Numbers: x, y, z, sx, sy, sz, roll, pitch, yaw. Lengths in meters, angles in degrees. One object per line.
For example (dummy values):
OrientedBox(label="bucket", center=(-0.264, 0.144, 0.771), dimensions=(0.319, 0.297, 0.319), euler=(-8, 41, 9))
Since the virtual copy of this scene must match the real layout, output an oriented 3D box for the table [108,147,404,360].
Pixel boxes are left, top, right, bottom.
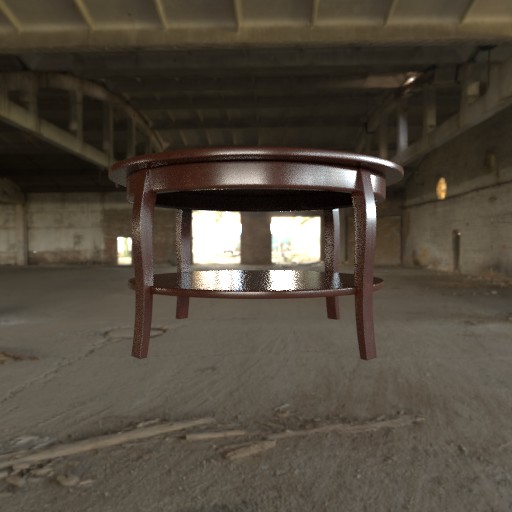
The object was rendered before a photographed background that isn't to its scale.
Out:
OrientedBox(label="table", center=(0.000, 0.000, 1.447), dimensions=(0.911, 0.512, 0.911), euler=(0, 2, 0))
